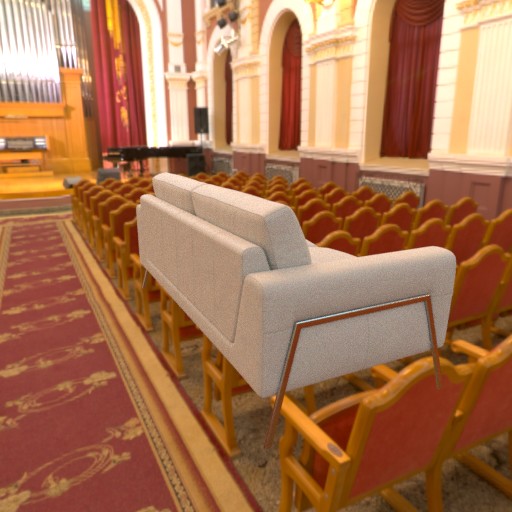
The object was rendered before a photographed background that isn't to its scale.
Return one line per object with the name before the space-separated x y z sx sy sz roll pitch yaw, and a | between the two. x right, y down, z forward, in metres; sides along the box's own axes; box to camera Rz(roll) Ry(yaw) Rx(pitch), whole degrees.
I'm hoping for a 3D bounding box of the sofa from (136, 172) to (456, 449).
sofa | 0.000 0.000 2.590 0.953 0.875 2.017 -8 17 -26
